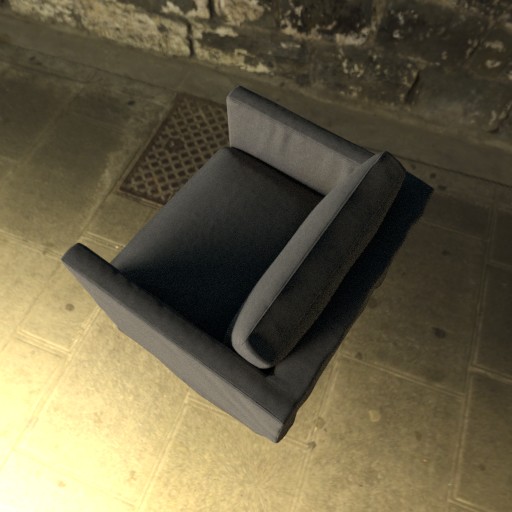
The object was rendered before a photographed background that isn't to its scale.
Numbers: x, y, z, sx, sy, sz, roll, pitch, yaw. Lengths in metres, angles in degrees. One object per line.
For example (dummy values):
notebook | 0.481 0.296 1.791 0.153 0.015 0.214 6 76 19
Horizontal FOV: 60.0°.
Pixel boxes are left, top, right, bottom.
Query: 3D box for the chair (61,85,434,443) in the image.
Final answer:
chair | 0.000 0.000 1.801 0.949 0.863 1.057 32 67 16
